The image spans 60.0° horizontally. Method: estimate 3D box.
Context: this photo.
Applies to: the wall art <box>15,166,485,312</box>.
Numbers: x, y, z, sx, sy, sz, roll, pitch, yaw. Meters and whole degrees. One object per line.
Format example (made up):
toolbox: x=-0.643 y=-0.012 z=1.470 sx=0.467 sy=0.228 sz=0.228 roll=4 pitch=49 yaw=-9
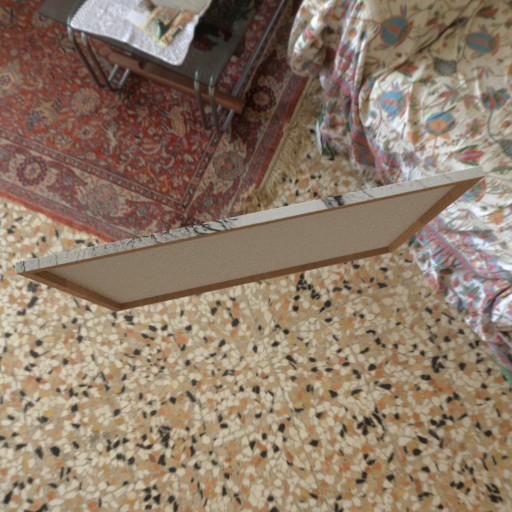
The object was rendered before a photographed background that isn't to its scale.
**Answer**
wall art: x=0.000 y=0.000 z=1.140 sx=0.914 sy=0.607 sz=0.023 roll=-12 pitch=77 yaw=-3
